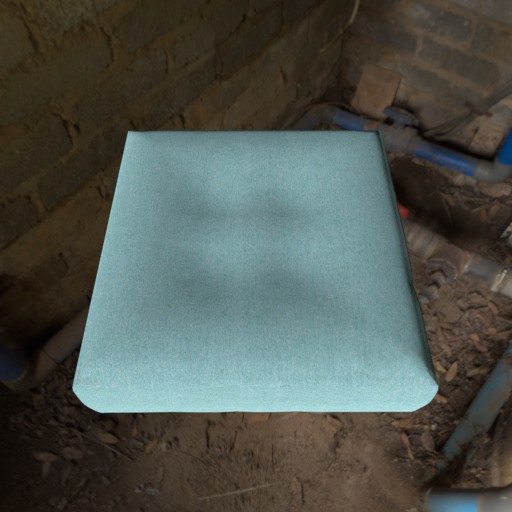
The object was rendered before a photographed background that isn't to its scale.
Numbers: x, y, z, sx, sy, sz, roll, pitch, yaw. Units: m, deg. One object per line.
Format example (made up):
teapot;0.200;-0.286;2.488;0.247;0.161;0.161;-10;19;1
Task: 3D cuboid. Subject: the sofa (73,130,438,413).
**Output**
sofa;0.000;0.000;1.436;0.930;0.330;0.930;0;58;0
